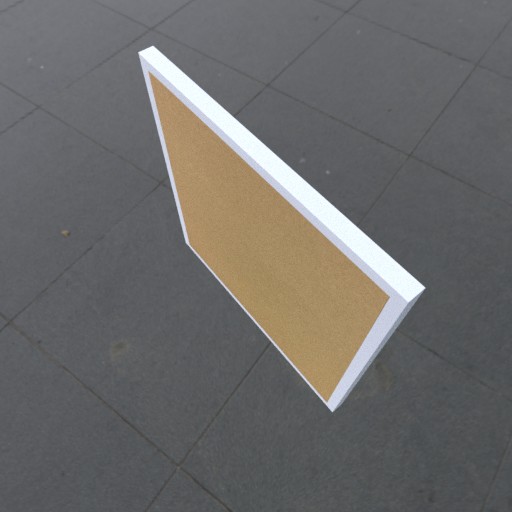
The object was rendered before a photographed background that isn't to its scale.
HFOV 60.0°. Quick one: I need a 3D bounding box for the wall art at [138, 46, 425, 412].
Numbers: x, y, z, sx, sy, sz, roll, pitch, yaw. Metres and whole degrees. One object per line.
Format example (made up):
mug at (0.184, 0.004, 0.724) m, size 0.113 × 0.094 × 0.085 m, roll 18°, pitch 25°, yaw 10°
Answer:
wall art at (0.000, 0.000, 1.138) m, size 0.038 × 0.761 × 0.763 m, roll -35°, pitch 65°, yaw -19°
